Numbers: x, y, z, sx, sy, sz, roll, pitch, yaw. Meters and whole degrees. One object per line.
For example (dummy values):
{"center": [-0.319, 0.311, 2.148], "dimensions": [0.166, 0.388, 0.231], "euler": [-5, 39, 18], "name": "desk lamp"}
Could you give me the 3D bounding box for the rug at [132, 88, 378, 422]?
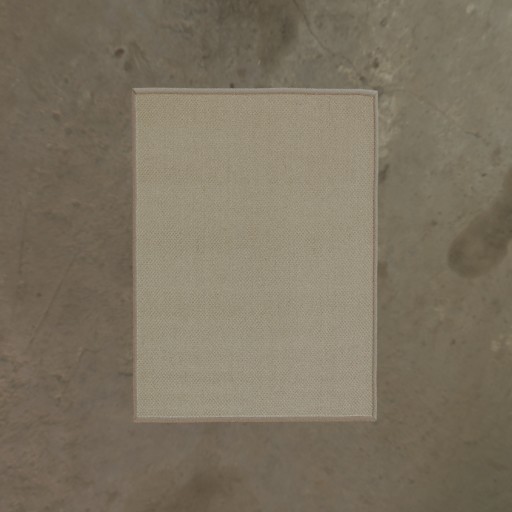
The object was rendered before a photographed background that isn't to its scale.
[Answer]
{"center": [0.000, 0.000, 2.755], "dimensions": [1.525, 0.020, 2.081], "euler": [0, 91, -1], "name": "rug"}
